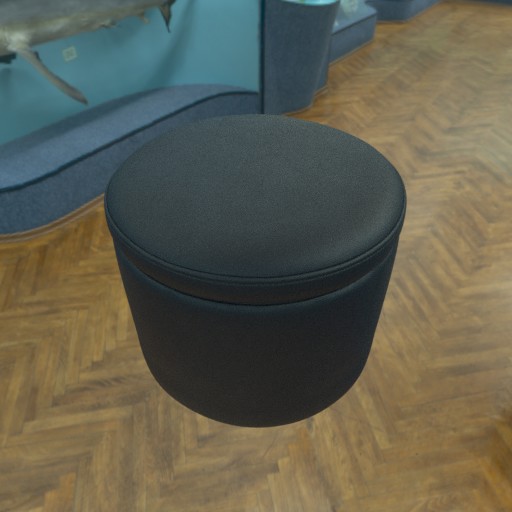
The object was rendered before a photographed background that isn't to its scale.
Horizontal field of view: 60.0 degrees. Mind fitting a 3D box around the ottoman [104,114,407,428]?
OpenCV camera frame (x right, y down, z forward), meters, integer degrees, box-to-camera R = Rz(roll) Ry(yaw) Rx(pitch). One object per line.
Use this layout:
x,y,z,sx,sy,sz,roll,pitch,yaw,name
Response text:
0.000,0.000,0.858,0.501,0.409,0.501,0,40,0,ottoman
